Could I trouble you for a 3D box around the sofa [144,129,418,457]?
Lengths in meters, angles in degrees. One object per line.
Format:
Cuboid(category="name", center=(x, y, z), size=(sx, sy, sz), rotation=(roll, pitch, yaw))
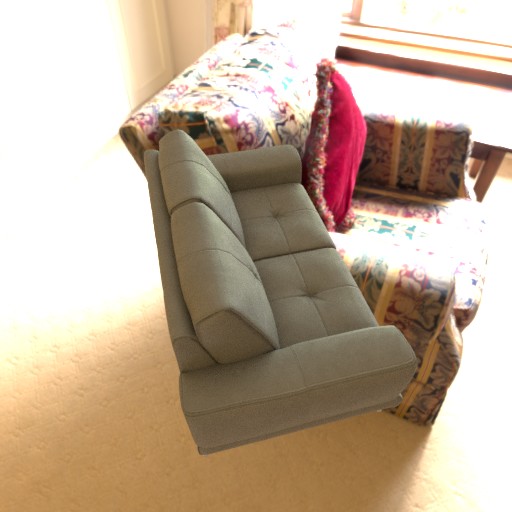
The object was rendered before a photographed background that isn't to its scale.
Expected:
Cuboid(category="sofa", center=(0.000, 0.000, 2.432), size=(1.018, 0.907, 1.806), rotation=(-10, 47, -10))
